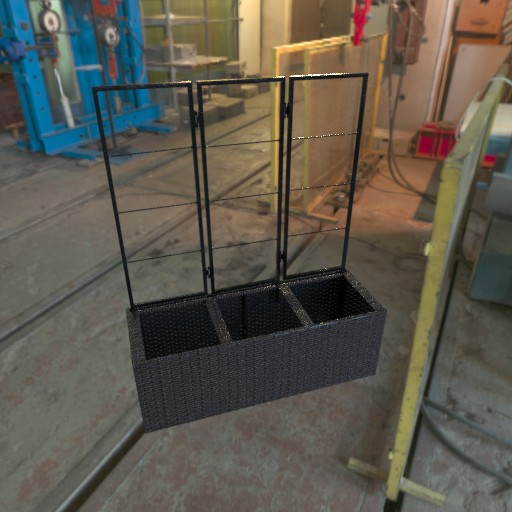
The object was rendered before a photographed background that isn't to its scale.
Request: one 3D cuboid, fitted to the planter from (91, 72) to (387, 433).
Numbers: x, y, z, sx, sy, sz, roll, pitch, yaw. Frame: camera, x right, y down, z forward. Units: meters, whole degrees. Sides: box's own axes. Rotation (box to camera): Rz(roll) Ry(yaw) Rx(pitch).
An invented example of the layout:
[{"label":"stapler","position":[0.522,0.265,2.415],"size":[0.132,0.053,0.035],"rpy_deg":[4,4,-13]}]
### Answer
[{"label":"planter","position":[0.000,0.000,1.160],"size":[0.699,0.841,0.244],"rpy_deg":[-9,31,-15]}]
